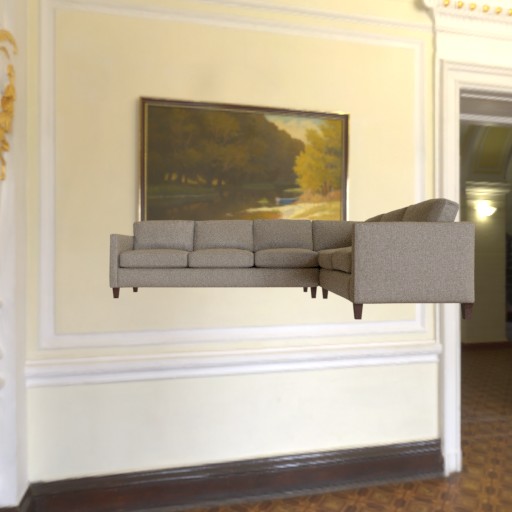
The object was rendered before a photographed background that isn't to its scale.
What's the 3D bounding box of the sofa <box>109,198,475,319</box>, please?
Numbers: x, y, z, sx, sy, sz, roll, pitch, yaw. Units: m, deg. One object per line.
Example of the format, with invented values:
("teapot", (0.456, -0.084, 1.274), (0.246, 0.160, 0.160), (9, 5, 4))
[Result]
("sofa", (0.000, 0.000, 4.562), (3.302, 0.947, 2.593), (0, 0, 0))
